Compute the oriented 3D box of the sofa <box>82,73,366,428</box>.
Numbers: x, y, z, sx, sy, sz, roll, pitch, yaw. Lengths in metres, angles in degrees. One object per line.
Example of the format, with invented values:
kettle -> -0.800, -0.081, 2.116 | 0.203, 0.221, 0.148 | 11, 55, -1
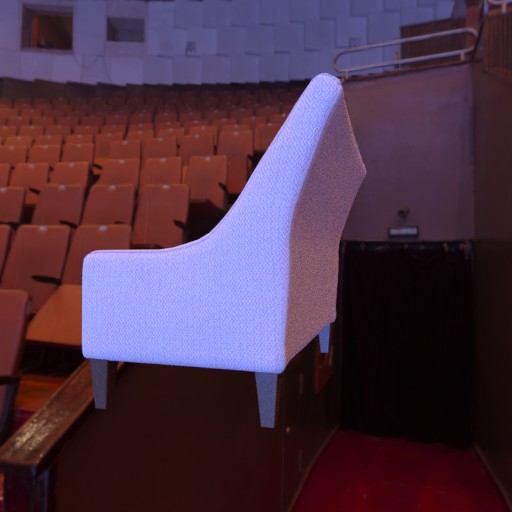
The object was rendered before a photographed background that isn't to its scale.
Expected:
sofa -> 0.000, 0.000, 1.921 | 0.870, 1.022, 1.242 | 0, -1, 17
